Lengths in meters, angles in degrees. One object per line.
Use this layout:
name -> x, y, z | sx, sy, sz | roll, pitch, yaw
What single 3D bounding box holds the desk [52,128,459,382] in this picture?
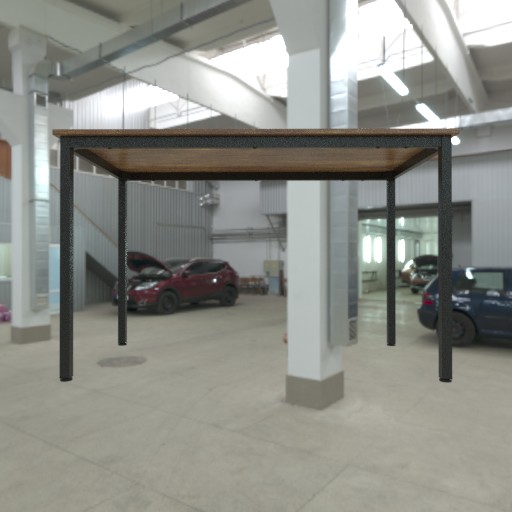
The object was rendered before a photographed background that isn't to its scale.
desk -> 0.000, 0.000, 1.601 | 1.200, 0.749, 0.600 | 0, 0, 0
